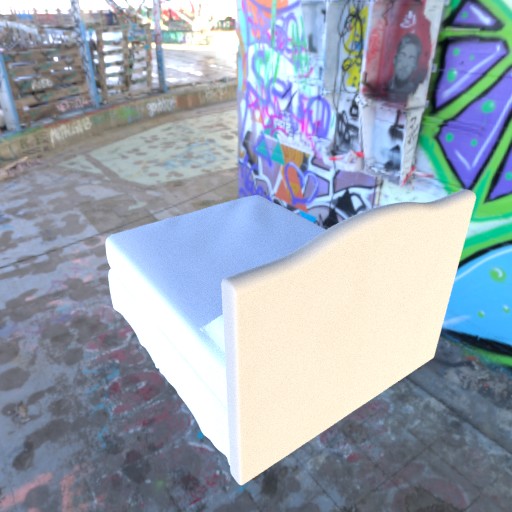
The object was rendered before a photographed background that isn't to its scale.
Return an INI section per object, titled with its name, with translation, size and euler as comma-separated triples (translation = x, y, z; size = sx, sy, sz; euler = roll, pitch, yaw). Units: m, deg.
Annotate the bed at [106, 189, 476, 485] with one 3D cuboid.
[bed]
translation = 0.000, 0.000, 3.127
size = 1.678, 1.398, 2.052
euler = -20, 35, -30
